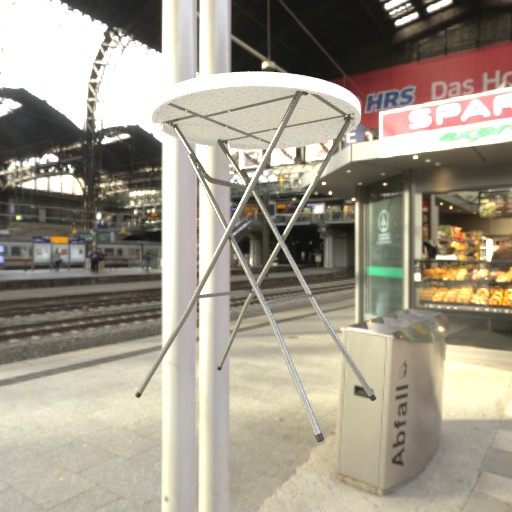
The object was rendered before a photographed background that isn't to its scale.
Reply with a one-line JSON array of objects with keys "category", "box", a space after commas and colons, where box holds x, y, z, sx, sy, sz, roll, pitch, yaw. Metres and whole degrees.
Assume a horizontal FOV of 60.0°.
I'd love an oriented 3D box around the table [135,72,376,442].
[{"category": "table", "box": [0.000, 0.000, 1.719, 0.795, 1.105, 0.792, 0, 0, 34]}]
